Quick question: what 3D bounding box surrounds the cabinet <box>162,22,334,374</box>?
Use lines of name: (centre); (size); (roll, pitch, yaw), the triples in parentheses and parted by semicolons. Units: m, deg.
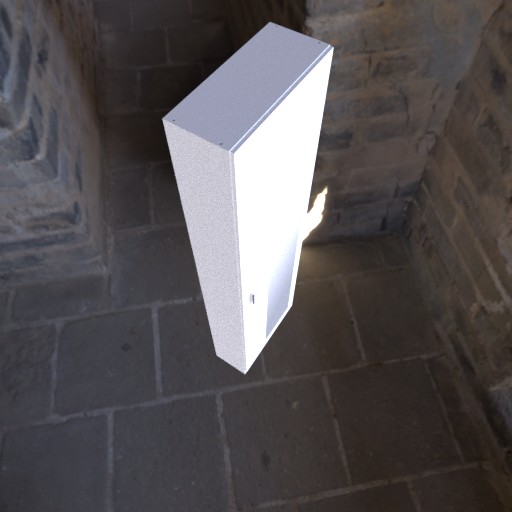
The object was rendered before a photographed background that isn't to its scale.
cabinet: (0.000, 0.000, 1.945); (0.230, 1.790, 0.500); (29, 63, 17)
